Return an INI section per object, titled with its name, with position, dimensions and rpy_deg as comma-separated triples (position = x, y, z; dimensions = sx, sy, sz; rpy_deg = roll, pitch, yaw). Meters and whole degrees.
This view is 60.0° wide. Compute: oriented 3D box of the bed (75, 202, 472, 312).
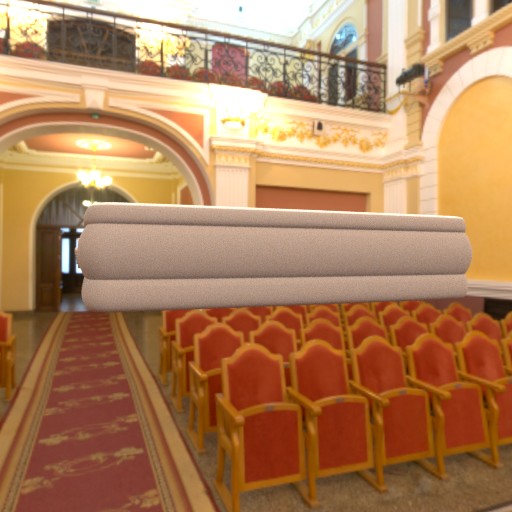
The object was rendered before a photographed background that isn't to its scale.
[bed]
position = 0.000, 0.000, 2.697
dimensions = 2.036, 0.460, 1.520
rpy_deg = 0, 0, -20
